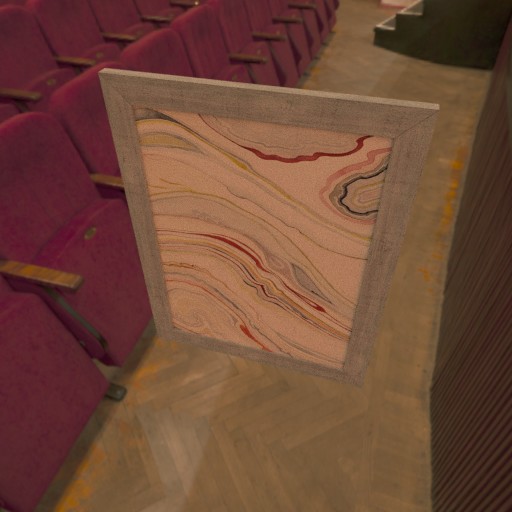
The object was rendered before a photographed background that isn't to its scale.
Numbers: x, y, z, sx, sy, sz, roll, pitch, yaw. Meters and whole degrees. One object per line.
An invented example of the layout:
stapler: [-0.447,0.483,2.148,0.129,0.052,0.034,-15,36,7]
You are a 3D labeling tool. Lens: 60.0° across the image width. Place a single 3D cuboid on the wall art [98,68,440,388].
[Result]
wall art: [0.000,0.000,0.809,0.481,0.613,0.020,11,42,13]
